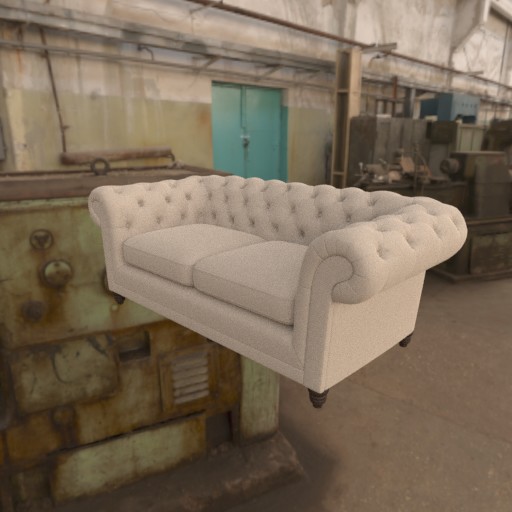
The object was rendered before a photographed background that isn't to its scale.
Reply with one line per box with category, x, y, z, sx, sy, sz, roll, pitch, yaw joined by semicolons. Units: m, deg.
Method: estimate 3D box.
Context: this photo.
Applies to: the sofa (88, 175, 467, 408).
sofa;0.000;0.000;2.478;1.998;0.764;0.986;15;22;42
